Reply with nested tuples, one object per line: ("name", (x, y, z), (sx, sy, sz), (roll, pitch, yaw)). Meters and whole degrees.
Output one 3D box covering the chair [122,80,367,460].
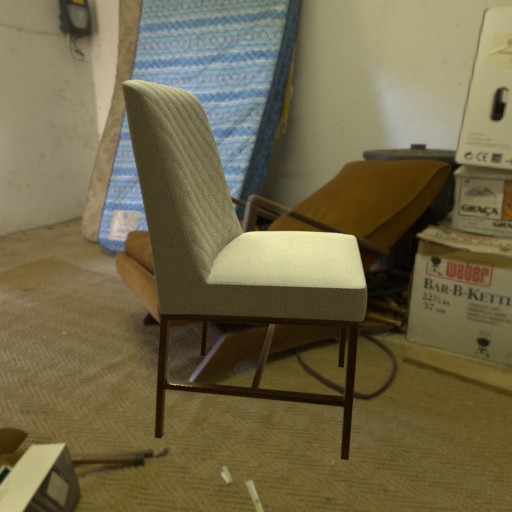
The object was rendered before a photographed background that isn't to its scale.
("chair", (0.000, 0.000, 1.277), (0.597, 0.933, 0.503), (3, 17, 9))
